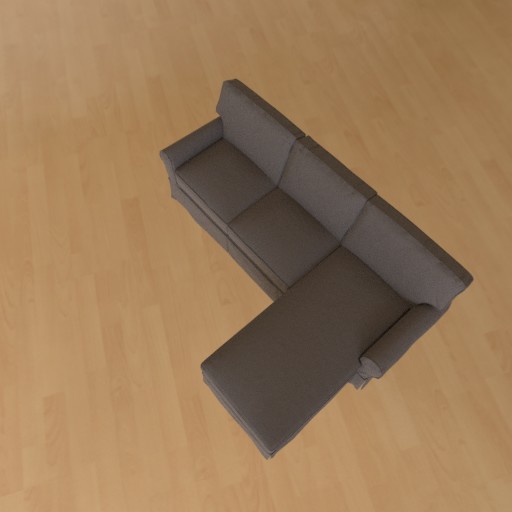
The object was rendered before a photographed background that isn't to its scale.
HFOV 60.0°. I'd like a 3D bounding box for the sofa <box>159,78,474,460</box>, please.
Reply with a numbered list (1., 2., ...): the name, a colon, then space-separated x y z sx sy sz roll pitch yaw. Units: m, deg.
1. sofa: 0.000 0.000 3.373 1.733 0.978 2.475 -38 69 -17
